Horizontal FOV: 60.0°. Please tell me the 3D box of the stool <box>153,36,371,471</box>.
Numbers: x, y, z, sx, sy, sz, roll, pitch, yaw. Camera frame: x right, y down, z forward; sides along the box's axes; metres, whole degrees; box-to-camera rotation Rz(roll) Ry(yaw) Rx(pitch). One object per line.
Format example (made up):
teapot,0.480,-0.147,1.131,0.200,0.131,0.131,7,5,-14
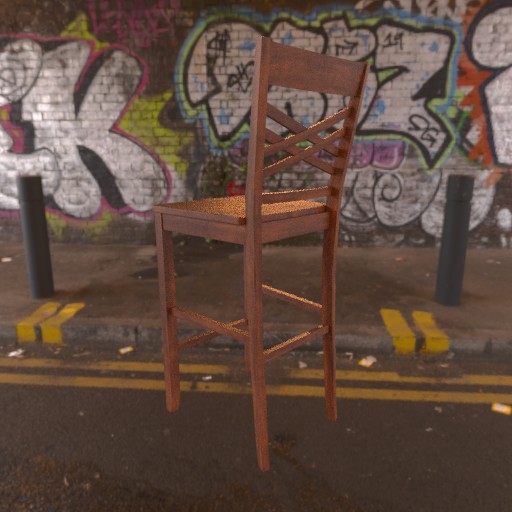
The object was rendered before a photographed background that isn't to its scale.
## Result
stool,0.000,0.000,1.360,0.487,1.105,0.433,13,19,43
